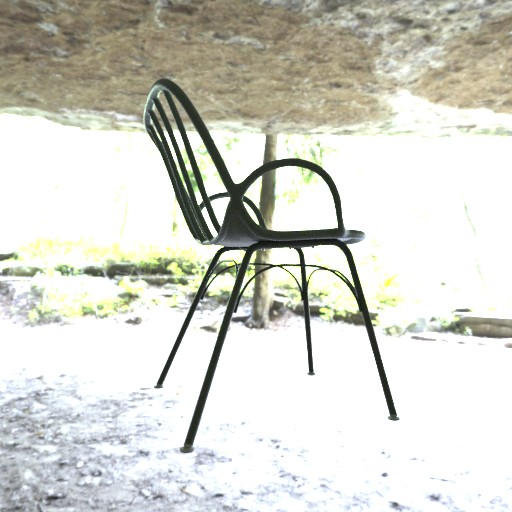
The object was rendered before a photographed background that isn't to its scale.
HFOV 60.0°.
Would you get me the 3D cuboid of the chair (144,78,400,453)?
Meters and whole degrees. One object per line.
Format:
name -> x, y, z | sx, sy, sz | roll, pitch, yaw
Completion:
chair -> 0.000, 0.000, 1.233 | 0.597, 0.816, 0.549 | 0, -1, -19
